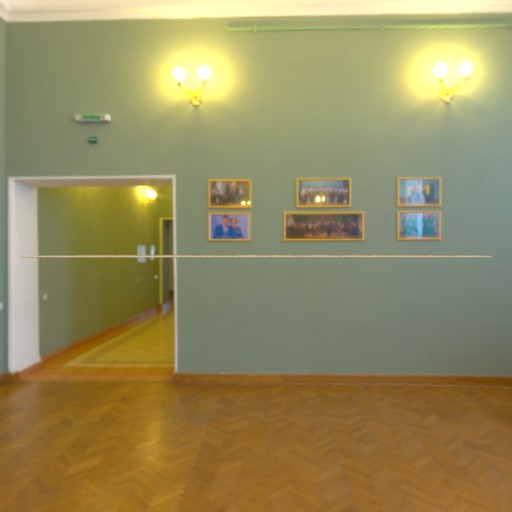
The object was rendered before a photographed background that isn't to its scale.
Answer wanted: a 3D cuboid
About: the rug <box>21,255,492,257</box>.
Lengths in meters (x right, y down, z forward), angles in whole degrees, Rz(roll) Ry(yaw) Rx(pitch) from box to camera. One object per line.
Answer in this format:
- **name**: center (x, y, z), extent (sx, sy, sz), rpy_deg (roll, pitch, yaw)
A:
- **rug**: center (0.000, 0.000, 2.888), extent (2.284, 0.008, 1.522), rpy_deg (0, 0, 1)
